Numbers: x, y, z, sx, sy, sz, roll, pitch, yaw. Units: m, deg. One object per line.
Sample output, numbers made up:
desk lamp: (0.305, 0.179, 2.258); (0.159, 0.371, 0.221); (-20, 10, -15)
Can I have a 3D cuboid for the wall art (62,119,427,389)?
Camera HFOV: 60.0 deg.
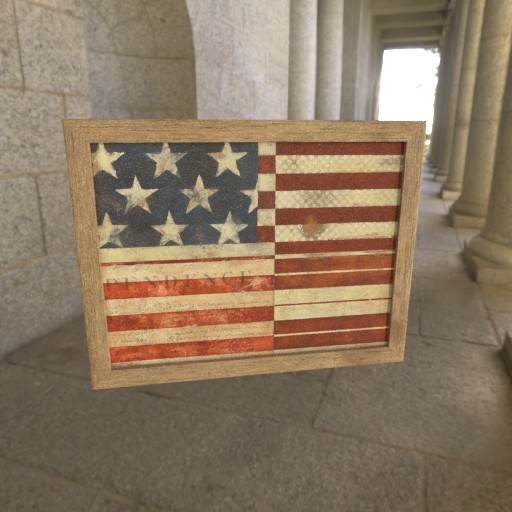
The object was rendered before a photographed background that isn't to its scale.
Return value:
wall art: (0.000, 0.000, 0.911); (0.690, 0.535, 0.026); (-3, 16, -9)
